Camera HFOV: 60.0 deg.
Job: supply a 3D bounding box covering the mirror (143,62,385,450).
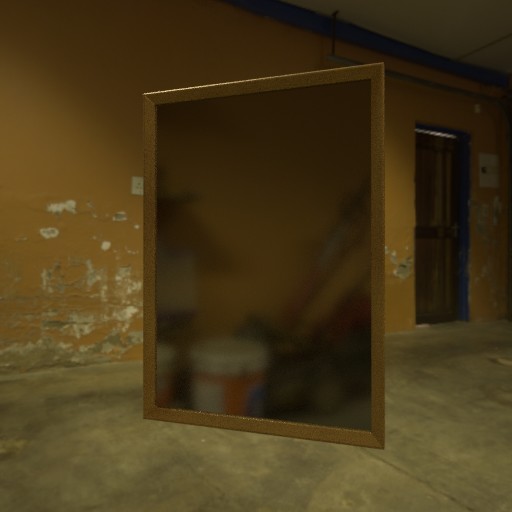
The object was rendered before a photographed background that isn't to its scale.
[{"bbox_3d":[0.000,0.000,0.909,0.507,0.710,0.039,0,0,18],"label":"mirror"}]
